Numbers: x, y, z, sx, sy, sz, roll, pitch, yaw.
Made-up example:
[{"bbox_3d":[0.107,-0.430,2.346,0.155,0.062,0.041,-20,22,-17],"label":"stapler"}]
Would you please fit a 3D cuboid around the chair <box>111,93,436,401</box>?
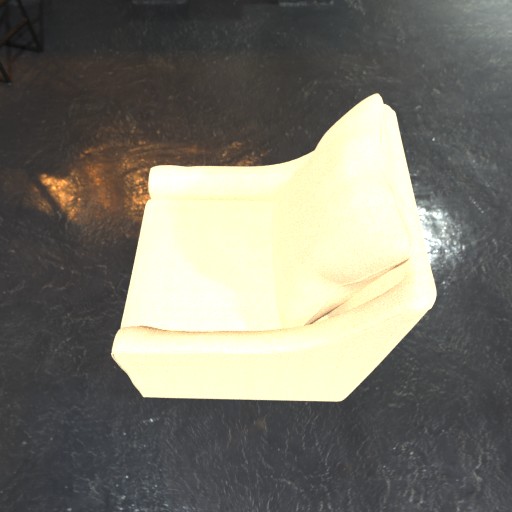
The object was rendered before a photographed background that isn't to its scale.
[{"bbox_3d":[0.000,0.000,1.538,0.876,0.927,0.760,1,57,1],"label":"chair"}]
